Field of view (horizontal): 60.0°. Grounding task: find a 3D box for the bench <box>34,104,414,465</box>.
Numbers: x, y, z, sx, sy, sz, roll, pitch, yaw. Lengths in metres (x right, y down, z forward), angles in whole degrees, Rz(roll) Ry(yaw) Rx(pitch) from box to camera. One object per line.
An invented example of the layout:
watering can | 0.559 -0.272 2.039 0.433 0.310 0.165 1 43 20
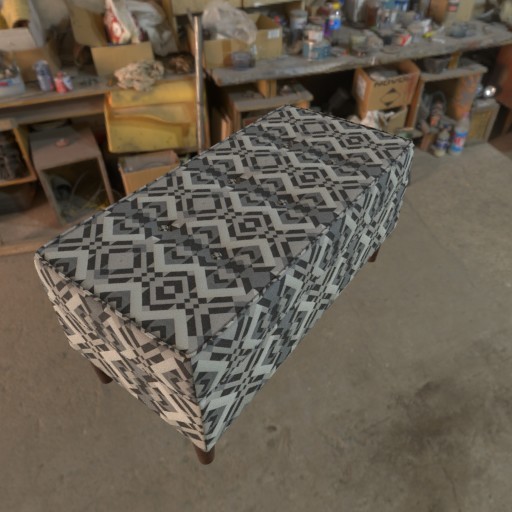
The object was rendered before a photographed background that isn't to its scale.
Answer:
bench | 0.000 0.000 1.294 0.492 0.477 1.016 26 48 27
